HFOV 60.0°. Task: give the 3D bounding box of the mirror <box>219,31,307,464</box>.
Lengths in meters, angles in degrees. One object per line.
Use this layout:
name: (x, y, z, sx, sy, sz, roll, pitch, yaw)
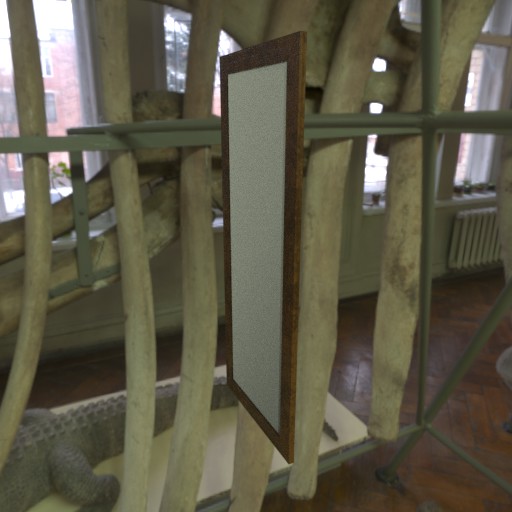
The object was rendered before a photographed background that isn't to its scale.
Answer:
mirror: (0.000, 0.000, 2.350, 0.032, 2.031, 0.812, -8, 19, -26)
